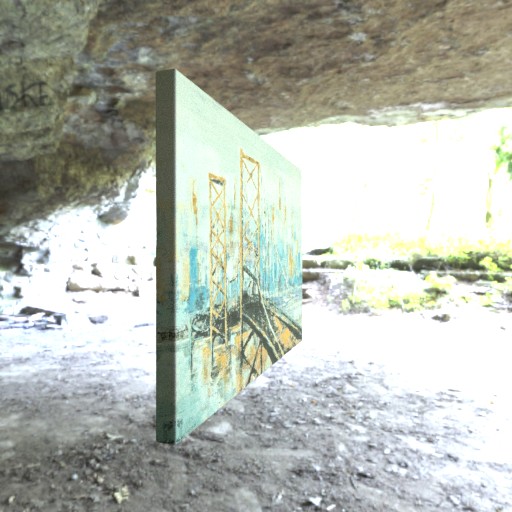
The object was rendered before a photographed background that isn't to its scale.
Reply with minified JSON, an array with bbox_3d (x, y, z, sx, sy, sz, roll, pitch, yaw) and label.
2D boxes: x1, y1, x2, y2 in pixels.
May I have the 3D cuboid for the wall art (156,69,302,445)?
[{"bbox_3d":[0.000,0.000,1.151,0.038,0.609,0.913,0,0,19],"label":"wall art"}]
